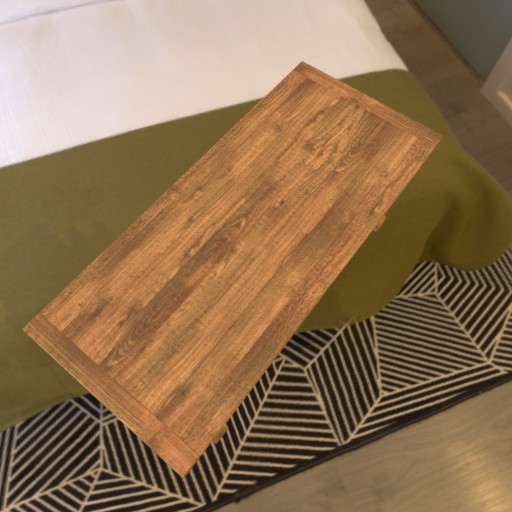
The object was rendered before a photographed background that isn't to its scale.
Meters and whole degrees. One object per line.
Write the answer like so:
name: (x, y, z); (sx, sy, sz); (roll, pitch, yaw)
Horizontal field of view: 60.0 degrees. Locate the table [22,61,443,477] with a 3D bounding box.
table: (0.000, 0.000, 2.418); (0.907, 0.733, 2.031); (35, 69, 16)
